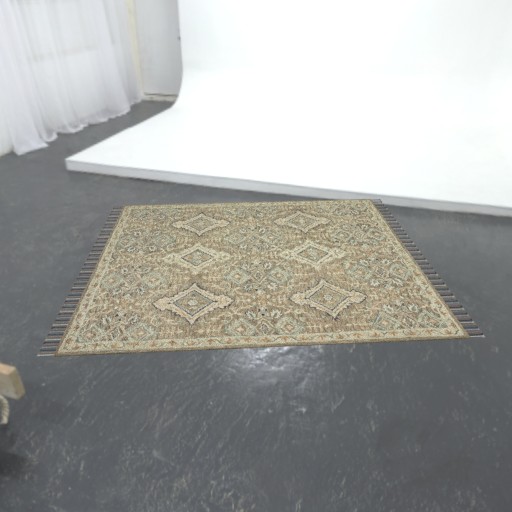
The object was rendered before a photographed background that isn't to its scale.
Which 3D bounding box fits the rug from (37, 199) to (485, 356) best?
[{"bbox_3d":[0.000,0.000,4.055,3.056,0.010,2.437,-2,31,-3],"label":"rug"}]
